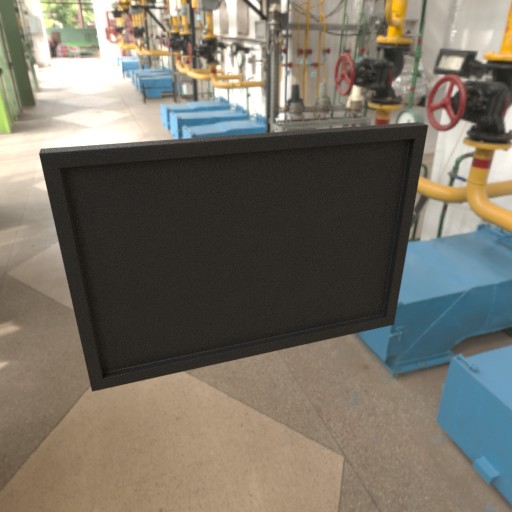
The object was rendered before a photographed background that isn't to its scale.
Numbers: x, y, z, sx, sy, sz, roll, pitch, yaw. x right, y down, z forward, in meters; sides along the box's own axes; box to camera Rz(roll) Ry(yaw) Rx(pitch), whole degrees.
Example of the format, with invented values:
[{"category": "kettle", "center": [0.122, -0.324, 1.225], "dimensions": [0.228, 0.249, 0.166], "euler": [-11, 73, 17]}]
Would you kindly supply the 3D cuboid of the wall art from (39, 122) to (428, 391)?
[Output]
[{"category": "wall art", "center": [0.000, 0.000, 0.562], "dimensions": [0.443, 0.301, 0.021], "euler": [-9, 28, -17]}]
